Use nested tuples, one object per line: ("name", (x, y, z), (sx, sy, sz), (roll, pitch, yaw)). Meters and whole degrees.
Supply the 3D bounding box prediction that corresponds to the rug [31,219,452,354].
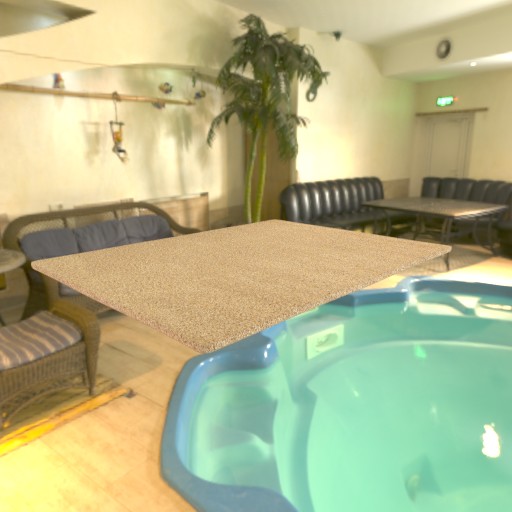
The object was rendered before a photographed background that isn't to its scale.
("rug", (0.000, 0.000, 2.074), (1.199, 0.025, 1.600), (13, 19, 43))
